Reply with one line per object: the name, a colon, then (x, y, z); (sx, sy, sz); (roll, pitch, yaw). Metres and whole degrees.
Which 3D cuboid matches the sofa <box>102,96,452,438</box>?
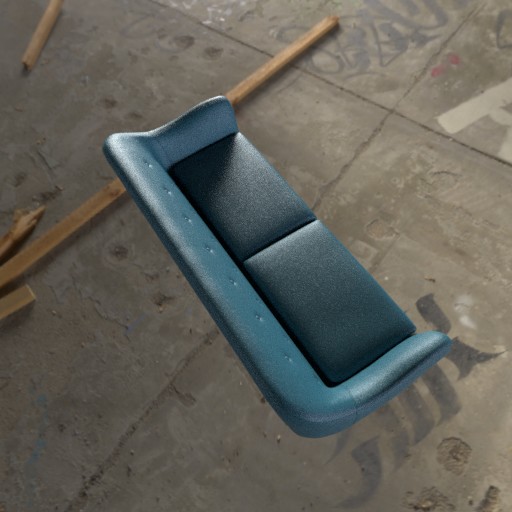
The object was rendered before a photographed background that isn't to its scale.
sofa: (0.000, 0.000, 2.267); (0.820, 0.836, 1.840); (-30, 64, -16)
